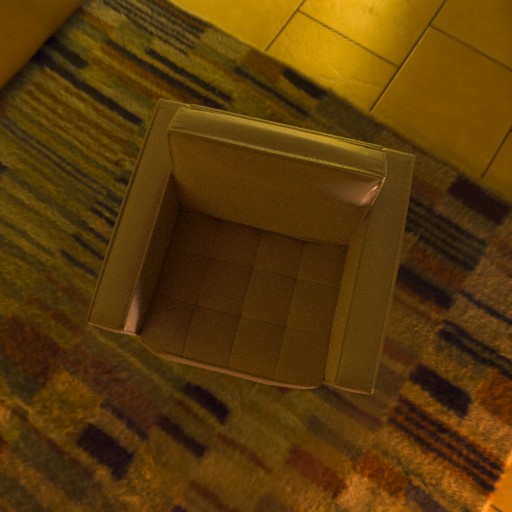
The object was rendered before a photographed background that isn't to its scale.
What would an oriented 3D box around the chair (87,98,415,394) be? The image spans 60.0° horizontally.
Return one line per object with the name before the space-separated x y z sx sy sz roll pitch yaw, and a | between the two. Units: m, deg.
chair | 0.000 0.000 1.573 0.928 0.773 0.843 13 78 3
